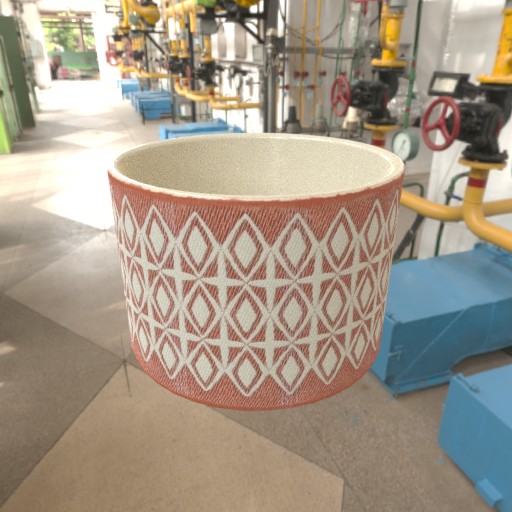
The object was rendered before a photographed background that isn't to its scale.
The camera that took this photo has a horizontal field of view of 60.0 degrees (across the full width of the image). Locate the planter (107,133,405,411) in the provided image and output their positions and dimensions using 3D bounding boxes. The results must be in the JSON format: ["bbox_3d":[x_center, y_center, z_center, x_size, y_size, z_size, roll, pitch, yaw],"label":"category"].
[{"bbox_3d":[0.000,0.000,0.328,0.192,0.148,0.192,0,25,0],"label":"planter"}]
